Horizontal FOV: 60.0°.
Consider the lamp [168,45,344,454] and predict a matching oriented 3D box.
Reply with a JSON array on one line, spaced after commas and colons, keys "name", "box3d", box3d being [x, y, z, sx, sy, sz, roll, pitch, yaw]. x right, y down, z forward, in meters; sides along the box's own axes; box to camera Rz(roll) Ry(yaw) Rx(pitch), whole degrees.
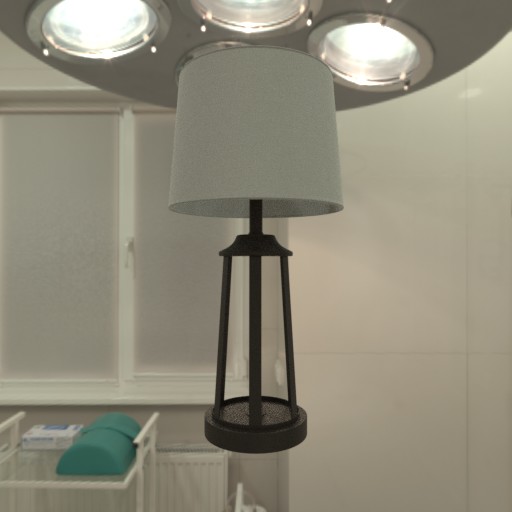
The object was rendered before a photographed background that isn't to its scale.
[{"name": "lamp", "box3d": [0.000, 0.000, 0.645, 0.251, 0.509, 0.251, 0, 0, 0]}]
